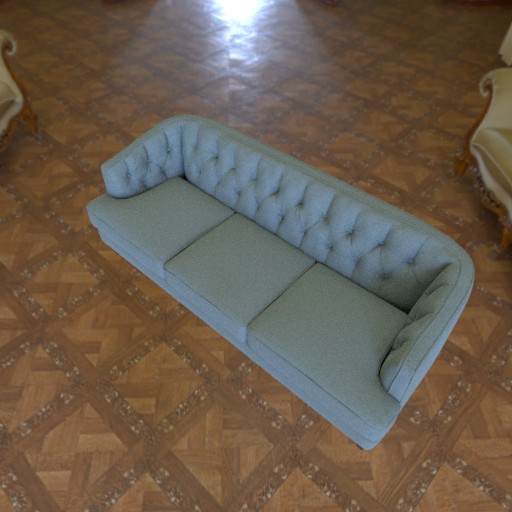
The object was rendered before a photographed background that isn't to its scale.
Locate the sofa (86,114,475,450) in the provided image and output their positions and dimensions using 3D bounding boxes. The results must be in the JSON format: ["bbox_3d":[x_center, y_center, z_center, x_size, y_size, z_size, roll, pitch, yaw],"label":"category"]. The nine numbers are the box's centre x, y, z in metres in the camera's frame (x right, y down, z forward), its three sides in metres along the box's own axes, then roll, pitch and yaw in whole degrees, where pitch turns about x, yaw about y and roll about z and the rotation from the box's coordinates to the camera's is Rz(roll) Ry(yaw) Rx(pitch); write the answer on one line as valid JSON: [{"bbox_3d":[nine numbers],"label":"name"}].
[{"bbox_3d":[0.000,0.000,2.674,2.278,0.855,0.941,33,55,27],"label":"sofa"}]
